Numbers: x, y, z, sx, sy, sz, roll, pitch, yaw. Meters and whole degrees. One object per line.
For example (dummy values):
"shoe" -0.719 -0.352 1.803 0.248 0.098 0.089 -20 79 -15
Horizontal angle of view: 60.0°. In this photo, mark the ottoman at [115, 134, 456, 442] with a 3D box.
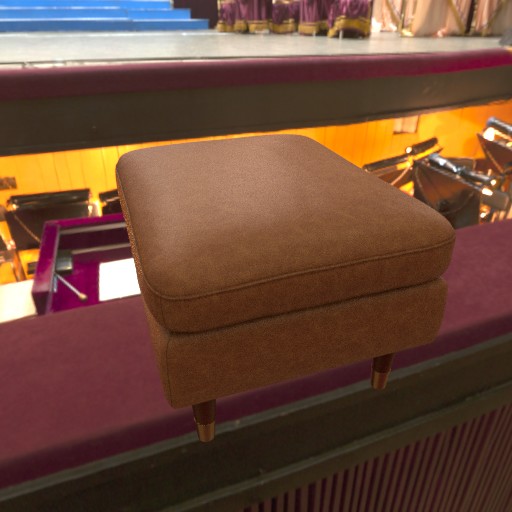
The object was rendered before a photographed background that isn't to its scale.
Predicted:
"ottoman" 0.000 0.000 1.098 0.593 0.478 0.747 -10 31 -17
